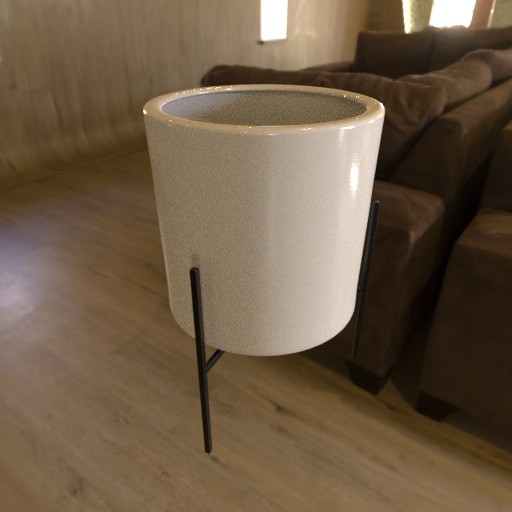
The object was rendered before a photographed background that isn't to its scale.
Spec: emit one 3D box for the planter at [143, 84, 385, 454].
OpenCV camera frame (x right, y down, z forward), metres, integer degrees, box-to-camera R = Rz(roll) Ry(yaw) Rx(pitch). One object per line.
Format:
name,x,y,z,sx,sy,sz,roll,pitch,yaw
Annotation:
planter,0.000,0.000,0.638,0.307,0.431,0.308,-21,35,-33
